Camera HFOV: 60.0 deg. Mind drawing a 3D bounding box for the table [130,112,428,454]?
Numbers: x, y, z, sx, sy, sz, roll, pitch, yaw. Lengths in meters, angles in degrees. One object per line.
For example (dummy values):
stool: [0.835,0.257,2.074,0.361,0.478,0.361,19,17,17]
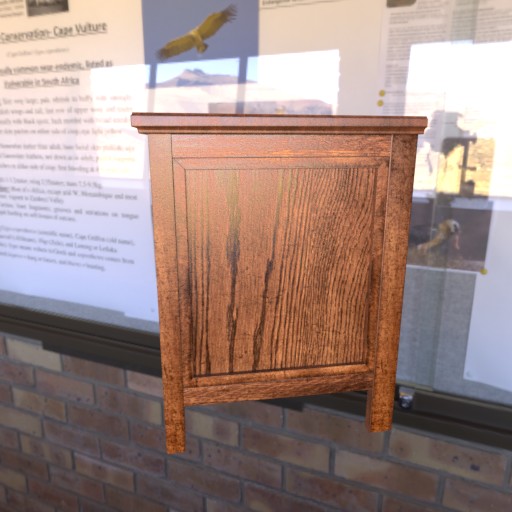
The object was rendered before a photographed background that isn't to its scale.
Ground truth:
table: [0.000,0.000,1.025,0.461,0.597,0.586,-2,15,-9]
